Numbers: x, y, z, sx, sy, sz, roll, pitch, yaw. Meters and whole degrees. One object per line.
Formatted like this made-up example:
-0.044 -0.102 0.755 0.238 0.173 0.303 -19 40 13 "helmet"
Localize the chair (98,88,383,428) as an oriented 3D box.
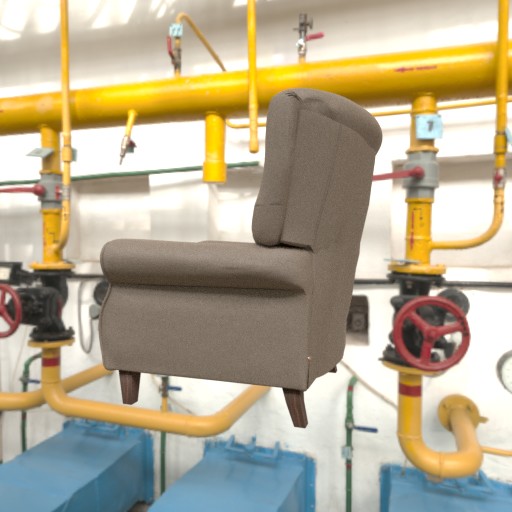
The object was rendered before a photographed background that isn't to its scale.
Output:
0.000 0.000 1.910 1.041 1.138 0.999 0 2 19 "chair"
